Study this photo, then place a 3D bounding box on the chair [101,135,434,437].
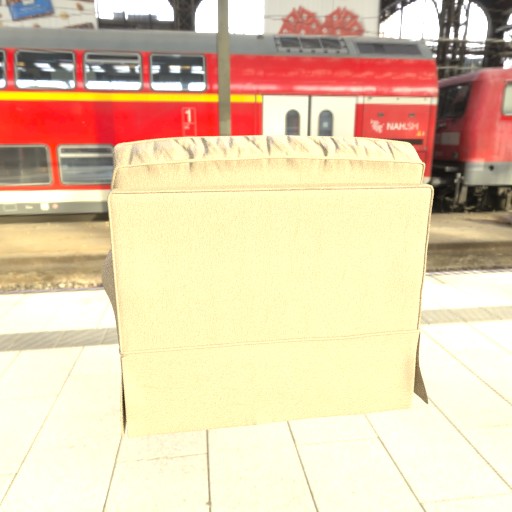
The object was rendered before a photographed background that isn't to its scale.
[{"bbox_3d":[0.000,0.000,1.789,1.096,0.937,0.903,-2,15,-9],"label":"chair"}]
